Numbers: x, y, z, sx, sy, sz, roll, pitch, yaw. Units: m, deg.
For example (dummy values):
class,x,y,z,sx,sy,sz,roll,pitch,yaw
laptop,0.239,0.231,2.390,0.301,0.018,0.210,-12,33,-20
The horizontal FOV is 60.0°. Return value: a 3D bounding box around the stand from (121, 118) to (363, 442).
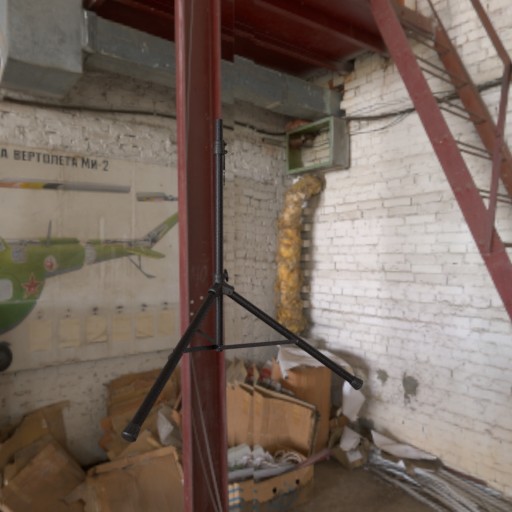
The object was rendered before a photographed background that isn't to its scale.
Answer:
class,x,y,z,sx,sy,sz,roll,pitch,yaw
stand,0.000,0.000,1.859,0.907,1.136,1.045,0,0,-2
